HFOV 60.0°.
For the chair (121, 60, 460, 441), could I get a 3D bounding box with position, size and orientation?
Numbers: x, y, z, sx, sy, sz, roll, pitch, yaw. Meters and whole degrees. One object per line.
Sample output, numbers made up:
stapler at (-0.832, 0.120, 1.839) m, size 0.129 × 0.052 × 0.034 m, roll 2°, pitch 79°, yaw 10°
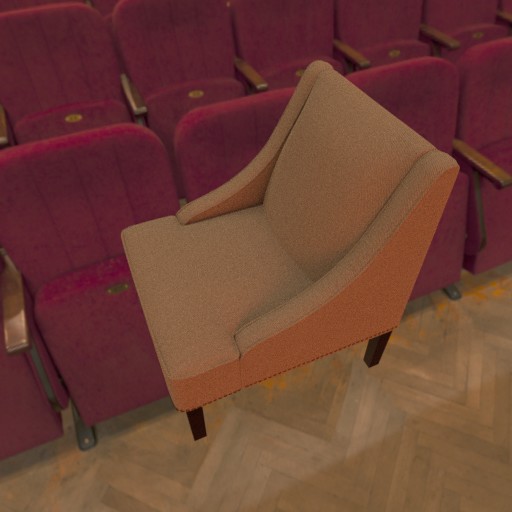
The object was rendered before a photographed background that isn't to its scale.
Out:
chair at (0.000, 0.000, 1.382) m, size 0.748 × 0.872 × 0.628 m, roll -17°, pitch 48°, yaw -16°
